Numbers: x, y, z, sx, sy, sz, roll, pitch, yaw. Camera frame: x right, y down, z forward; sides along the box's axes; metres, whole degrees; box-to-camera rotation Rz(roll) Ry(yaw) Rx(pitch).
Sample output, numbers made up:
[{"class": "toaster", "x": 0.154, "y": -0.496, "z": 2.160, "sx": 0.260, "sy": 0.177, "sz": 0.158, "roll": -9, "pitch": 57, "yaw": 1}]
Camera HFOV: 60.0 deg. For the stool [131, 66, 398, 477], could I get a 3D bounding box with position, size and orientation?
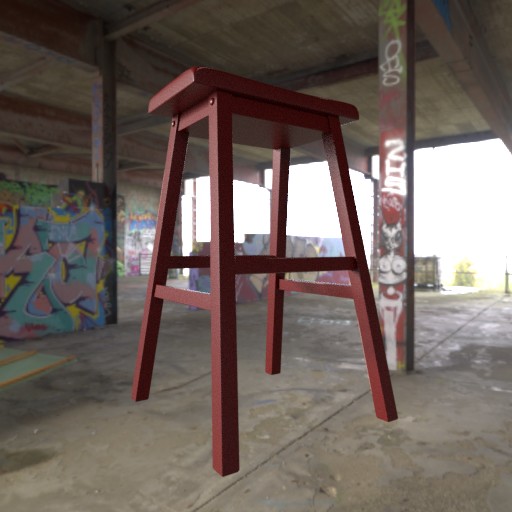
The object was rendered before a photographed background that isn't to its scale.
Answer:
[{"class": "stool", "x": 0.000, "y": 0.000, "z": 1.067, "sx": 0.457, "sy": 0.737, "sz": 0.476, "roll": -1, "pitch": 1, "yaw": -34}]
